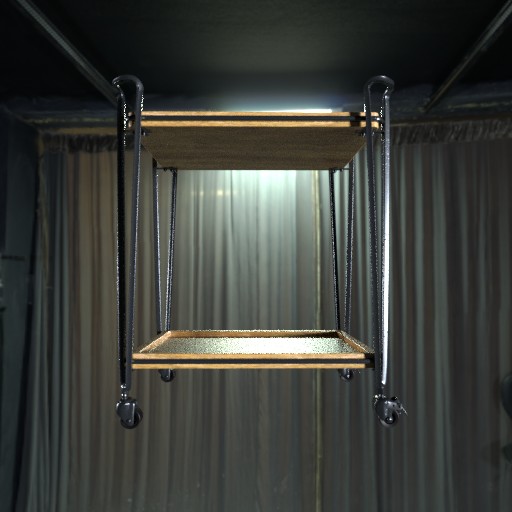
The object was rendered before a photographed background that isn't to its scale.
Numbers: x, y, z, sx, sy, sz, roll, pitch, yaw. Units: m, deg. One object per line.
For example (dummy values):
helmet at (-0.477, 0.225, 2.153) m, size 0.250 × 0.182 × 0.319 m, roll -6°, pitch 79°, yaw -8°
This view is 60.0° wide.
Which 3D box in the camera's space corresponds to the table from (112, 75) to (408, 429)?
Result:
table at (0.000, 0.000, 1.220) m, size 0.672 × 0.785 × 0.505 m, roll 0°, pitch -2°, yaw 0°
